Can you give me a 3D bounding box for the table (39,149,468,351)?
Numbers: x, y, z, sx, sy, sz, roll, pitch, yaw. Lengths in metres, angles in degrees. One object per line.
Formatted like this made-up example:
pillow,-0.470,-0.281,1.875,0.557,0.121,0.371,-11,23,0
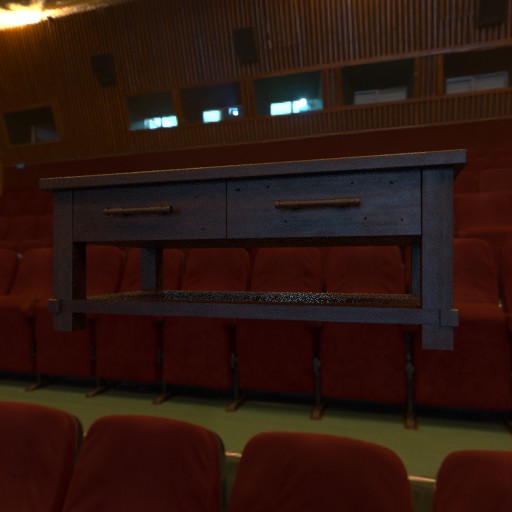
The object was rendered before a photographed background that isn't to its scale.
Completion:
table,0.000,0.000,1.567,1.270,0.494,0.700,0,-2,17
